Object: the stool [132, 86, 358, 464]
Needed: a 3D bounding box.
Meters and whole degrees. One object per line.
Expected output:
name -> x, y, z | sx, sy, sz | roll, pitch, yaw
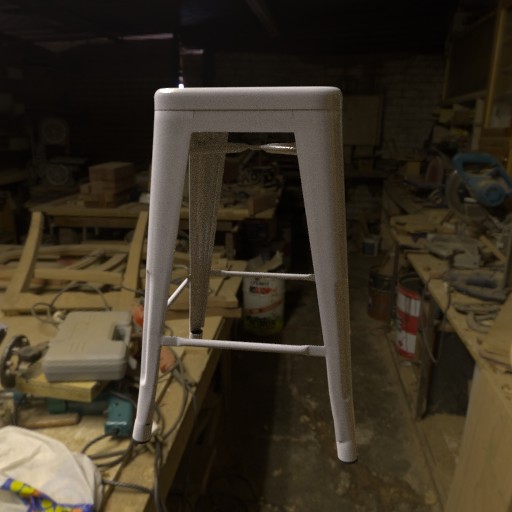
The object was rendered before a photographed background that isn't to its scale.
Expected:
stool -> 0.000, 0.000, 0.880 | 0.406, 0.610, 0.406 | 2, 17, 7
